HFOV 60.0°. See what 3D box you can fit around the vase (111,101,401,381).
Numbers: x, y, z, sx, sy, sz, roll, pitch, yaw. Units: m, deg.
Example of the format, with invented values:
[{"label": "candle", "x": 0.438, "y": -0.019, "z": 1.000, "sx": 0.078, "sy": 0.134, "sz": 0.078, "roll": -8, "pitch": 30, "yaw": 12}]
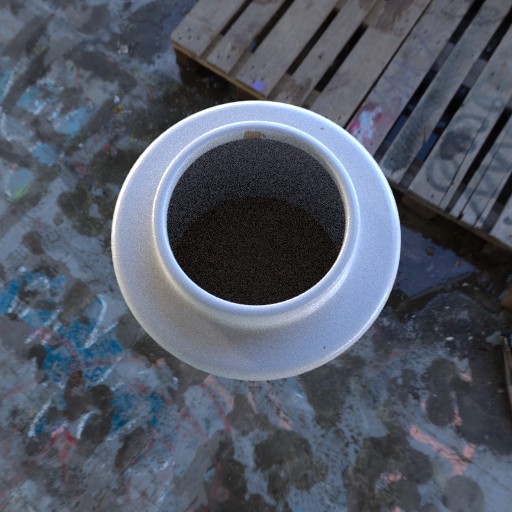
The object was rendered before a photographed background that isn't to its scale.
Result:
[{"label": "vase", "x": 0.000, "y": 0.000, "z": 0.287, "sx": 0.153, "sy": 0.167, "sz": 0.153, "roll": 0, "pitch": 76, "yaw": 0}]
